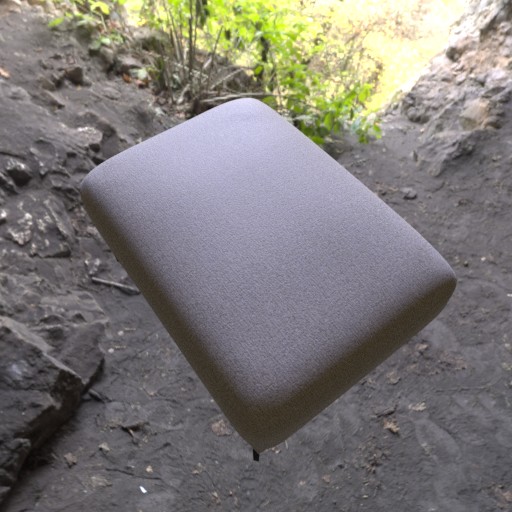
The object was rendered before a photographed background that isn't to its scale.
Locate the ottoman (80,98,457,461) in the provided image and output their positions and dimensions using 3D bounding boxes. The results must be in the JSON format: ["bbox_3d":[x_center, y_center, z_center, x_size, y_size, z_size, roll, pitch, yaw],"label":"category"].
[{"bbox_3d":[0.000,0.000,1.100,0.568,0.420,0.772,-32,62,-19],"label":"ottoman"}]
